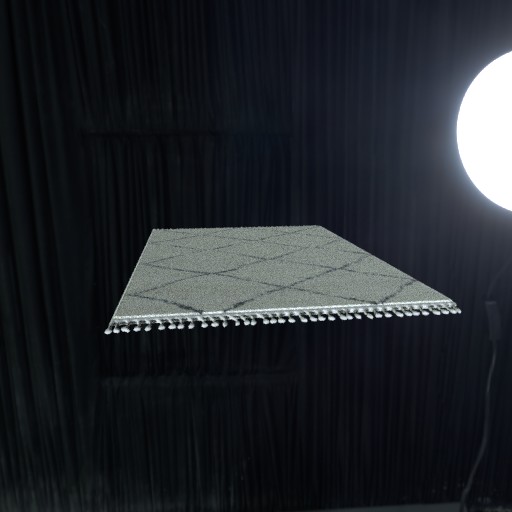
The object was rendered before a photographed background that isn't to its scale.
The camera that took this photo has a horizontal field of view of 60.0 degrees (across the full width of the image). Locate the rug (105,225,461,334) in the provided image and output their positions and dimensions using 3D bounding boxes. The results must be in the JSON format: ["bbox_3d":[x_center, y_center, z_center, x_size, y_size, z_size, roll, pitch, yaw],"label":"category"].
[{"bbox_3d":[0.000,0.000,2.888,1.494,0.031,2.307,-2,13,-8],"label":"rug"}]
